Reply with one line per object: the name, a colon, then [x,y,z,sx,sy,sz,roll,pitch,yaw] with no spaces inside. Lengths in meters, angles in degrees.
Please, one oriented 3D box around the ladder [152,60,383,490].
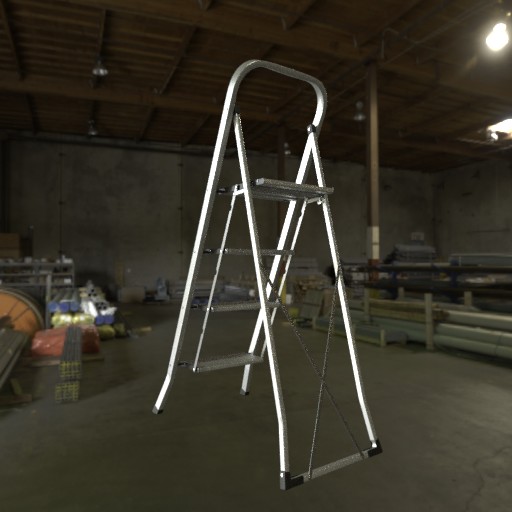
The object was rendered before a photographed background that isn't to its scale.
ladder: [0.000,0.000,1.659,0.465,1.290,0.830,1,-1,-36]
